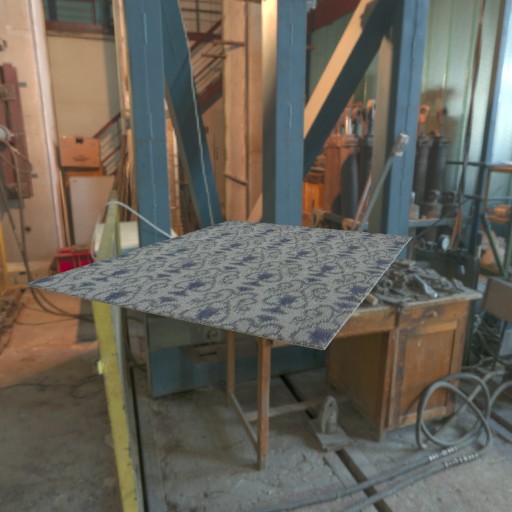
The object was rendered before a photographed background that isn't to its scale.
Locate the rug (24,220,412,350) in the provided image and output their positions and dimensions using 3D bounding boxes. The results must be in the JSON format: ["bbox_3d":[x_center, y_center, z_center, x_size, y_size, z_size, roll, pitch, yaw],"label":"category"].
[{"bbox_3d":[0.000,0.000,4.285,2.437,0.015,3.205,7,16,26],"label":"rug"}]
